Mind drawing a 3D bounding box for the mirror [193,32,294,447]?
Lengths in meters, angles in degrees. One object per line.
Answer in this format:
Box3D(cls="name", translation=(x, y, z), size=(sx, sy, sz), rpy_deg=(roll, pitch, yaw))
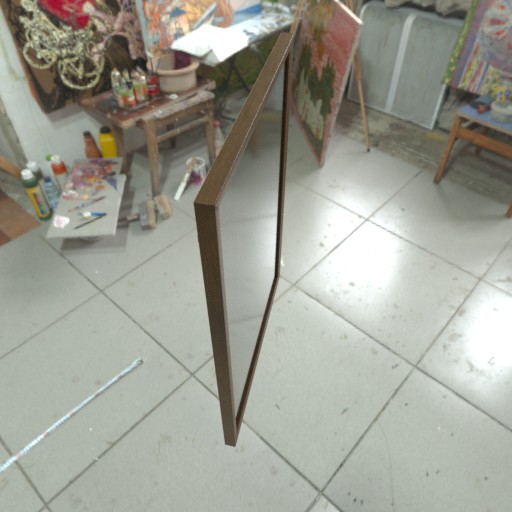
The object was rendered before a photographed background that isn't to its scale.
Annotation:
Box3D(cls="mirror", translation=(0.000, 0.000, 1.339), size=(0.040, 1.016, 0.762), rpy_deg=(10, 47, 9))
